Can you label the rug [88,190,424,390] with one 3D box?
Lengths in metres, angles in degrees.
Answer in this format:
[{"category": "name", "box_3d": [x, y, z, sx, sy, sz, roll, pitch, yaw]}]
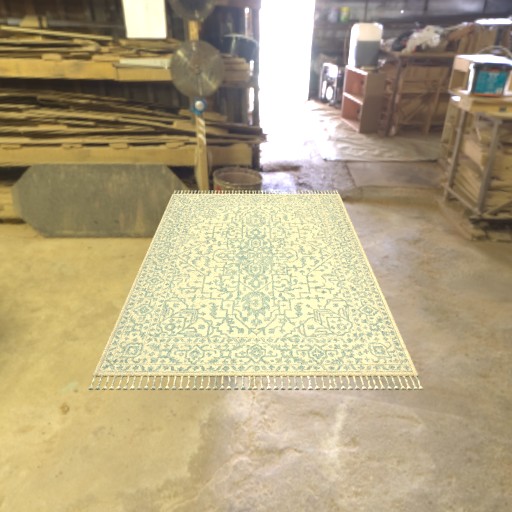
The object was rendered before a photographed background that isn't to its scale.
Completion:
[{"category": "rug", "box_3d": [0.000, 0.000, 3.063, 1.524, 0.010, 2.438, 0, 30, 0]}]
